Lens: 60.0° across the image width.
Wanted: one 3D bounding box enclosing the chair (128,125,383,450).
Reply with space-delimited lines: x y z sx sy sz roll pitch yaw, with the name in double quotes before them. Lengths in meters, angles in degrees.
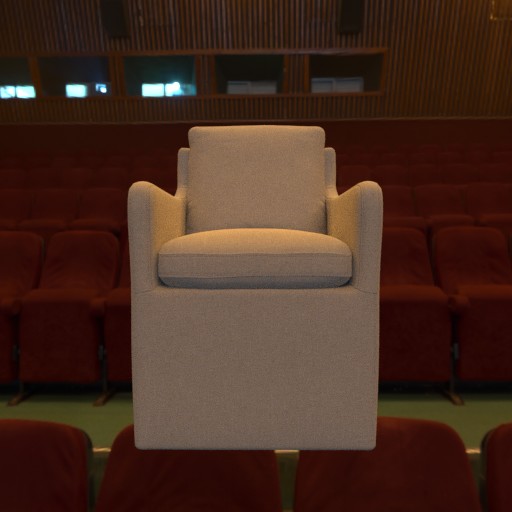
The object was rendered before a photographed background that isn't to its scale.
"chair" 0.000 0.000 1.359 0.626 0.914 0.694 0 0 0
